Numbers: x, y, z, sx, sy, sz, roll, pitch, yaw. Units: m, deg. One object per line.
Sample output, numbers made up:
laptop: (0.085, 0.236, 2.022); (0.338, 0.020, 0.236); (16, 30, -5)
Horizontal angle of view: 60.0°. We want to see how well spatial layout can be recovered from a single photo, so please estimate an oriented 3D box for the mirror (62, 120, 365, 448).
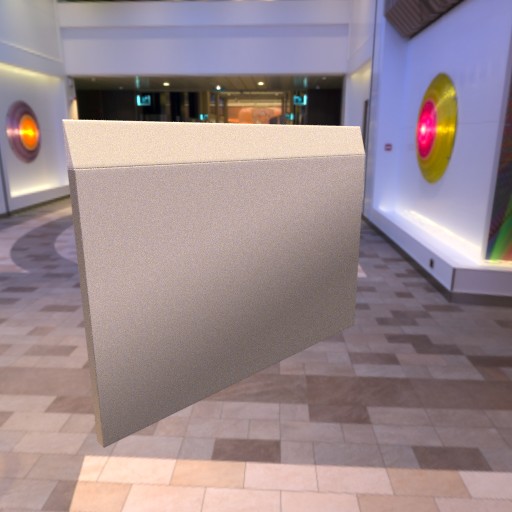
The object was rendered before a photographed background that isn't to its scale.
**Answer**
mirror: (0.000, 0.000, 1.104); (0.870, 0.630, 0.030); (-14, 21, -42)
